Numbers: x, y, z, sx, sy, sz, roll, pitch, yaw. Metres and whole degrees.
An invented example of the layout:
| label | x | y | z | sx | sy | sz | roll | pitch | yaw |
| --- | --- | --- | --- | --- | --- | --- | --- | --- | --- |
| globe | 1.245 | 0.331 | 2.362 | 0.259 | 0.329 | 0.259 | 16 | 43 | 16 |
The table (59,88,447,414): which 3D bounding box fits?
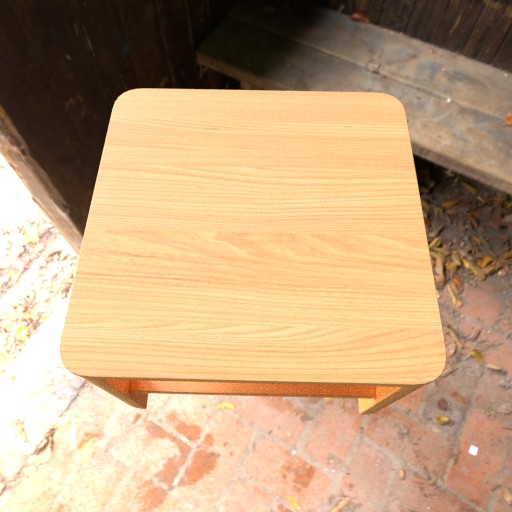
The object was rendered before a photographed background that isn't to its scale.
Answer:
| label | x | y | z | sx | sy | sz | roll | pitch | yaw |
| --- | --- | --- | --- | --- | --- | --- | --- | --- | --- |
| table | 0.000 | 0.000 | 1.198 | 0.750 | 0.450 | 0.750 | 1 | 63 | 1 |
